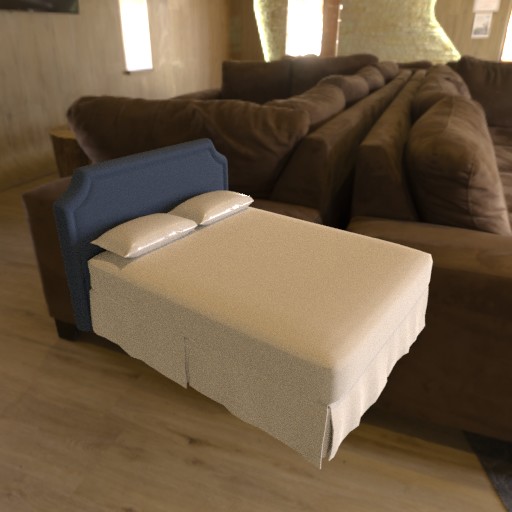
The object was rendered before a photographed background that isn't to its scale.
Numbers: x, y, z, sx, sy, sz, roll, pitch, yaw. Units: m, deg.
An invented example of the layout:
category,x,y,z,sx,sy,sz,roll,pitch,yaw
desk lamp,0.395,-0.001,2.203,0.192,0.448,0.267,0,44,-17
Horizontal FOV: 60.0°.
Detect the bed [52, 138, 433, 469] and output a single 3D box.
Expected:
category,x,y,z,sx,sy,sz,roll,pitch,yaw
bed,0.000,0.000,3.347,2.260,1.297,1.831,18,31,32
